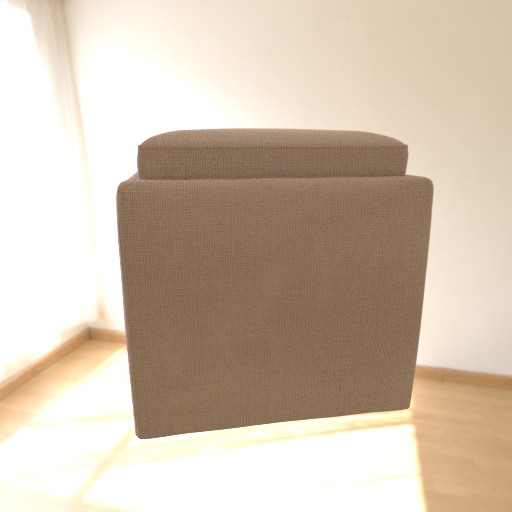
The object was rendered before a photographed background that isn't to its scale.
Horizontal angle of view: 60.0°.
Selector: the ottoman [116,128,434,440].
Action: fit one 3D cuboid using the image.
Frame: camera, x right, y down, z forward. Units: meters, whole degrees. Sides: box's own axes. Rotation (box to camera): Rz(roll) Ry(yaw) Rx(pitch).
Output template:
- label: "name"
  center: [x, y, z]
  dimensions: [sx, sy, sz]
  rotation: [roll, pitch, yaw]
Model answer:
- label: "ottoman"
  center: [0.000, 0.000, 0.832]
  dimensions: [0.451, 0.460, 0.450]
  rotation: [-3, 14, -10]
